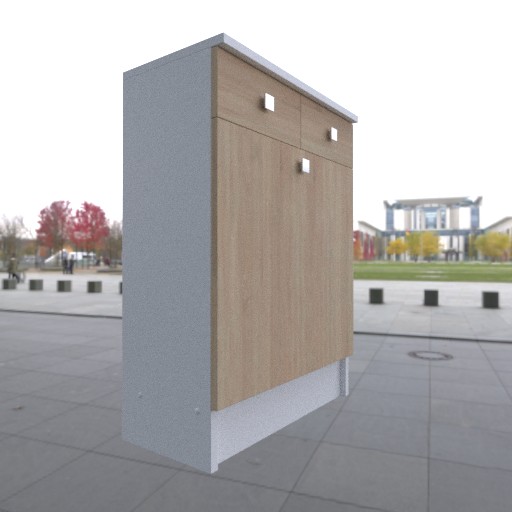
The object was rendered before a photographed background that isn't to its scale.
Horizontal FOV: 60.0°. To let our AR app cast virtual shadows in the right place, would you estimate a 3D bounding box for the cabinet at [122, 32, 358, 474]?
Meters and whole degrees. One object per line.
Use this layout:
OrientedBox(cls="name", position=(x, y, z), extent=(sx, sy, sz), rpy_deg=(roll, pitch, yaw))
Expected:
OrientedBox(cls="cabinet", position=(0.000, 0.000, 1.134), extent=(0.296, 0.815, 0.600), rpy_deg=(0, 0, 37))
